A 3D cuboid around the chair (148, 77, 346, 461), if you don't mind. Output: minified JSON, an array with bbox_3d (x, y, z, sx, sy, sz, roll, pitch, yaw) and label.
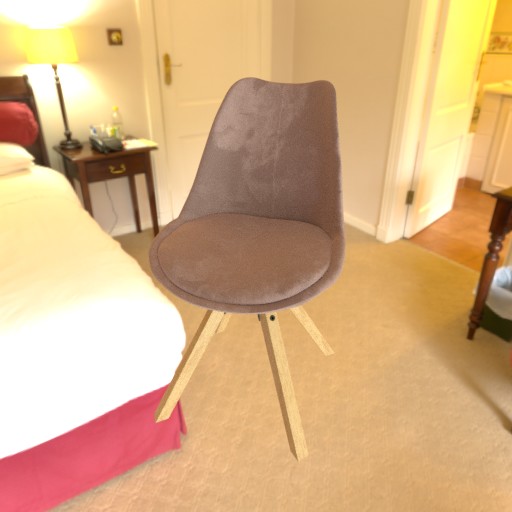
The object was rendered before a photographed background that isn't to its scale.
[{"bbox_3d":[0.000,0.000,1.197,0.485,0.850,0.550,8,28,16],"label":"chair"}]
